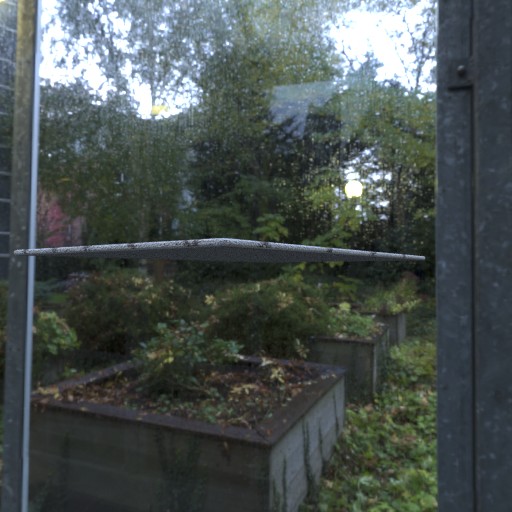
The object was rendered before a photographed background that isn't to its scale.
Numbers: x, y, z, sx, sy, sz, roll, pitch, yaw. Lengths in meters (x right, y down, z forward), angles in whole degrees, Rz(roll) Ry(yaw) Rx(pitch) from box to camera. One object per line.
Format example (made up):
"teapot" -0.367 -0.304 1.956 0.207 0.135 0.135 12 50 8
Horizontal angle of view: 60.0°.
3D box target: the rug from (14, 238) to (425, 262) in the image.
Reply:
"rug" 0.000 0.000 2.961 1.524 0.030 2.438 -1 -2 36
